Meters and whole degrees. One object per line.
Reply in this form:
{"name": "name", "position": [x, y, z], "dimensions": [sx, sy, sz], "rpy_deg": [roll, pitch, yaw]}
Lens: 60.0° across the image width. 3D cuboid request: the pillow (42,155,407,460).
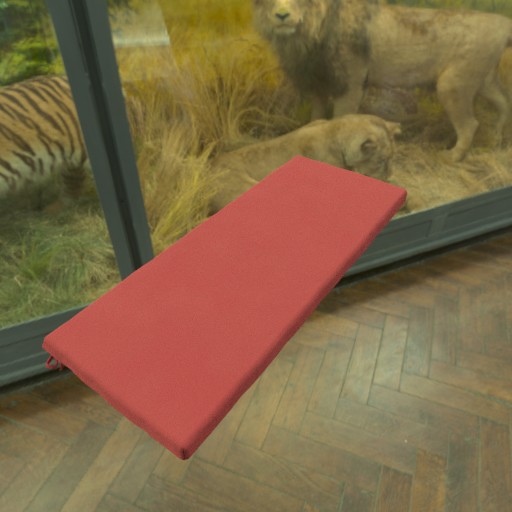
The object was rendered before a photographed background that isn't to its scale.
{"name": "pillow", "position": [0.000, 0.000, 1.312], "dimensions": [0.492, 0.081, 1.187], "rpy_deg": [25, 46, 27]}
